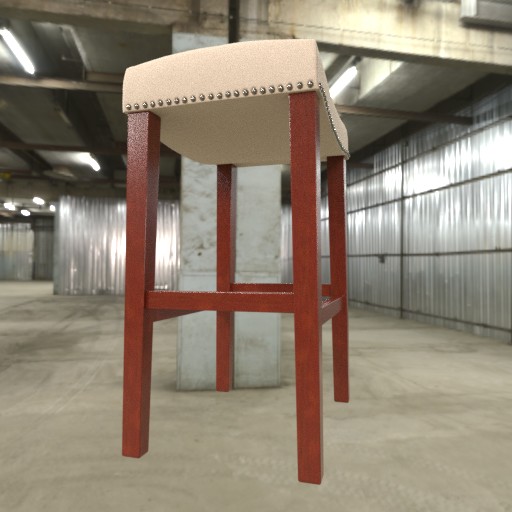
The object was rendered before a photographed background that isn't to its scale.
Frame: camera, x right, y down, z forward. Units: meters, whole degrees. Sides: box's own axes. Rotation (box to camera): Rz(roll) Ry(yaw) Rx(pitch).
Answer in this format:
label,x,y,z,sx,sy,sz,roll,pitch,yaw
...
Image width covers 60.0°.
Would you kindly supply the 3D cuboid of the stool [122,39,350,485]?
label,x,y,z,sx,sy,sz,roll,pitch,yaw
stool,0.000,0.000,0.992,0.372,0.742,0.504,0,-2,17
